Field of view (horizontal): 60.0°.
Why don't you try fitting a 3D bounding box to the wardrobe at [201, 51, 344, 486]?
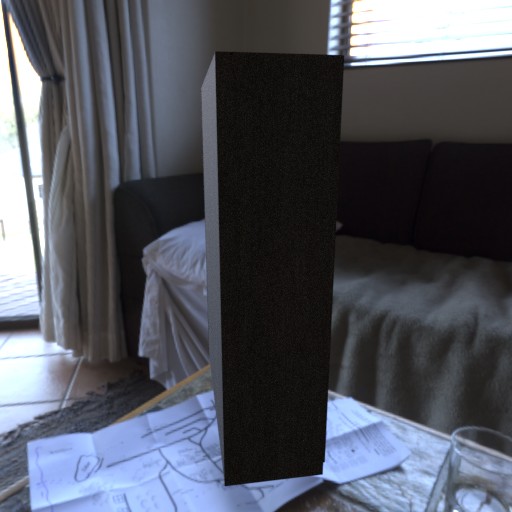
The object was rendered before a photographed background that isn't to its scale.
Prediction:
[{"bbox_3d":[0.000,0.000,2.518,0.510,1.910,1.290,-2,15,-9],"label":"wardrobe"}]
